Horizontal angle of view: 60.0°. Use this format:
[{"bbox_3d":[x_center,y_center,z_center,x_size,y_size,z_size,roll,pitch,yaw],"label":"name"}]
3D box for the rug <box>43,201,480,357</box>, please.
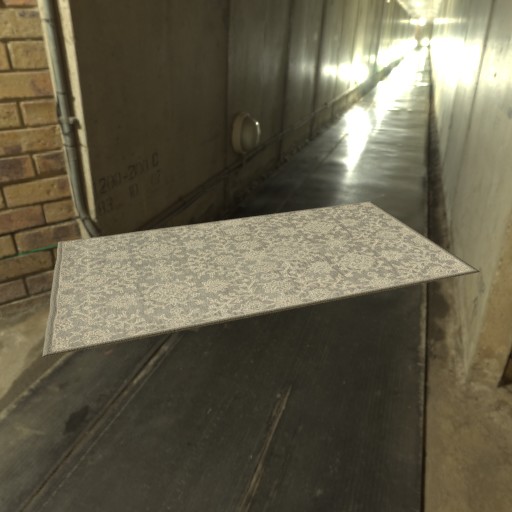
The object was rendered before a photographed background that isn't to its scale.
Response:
[{"bbox_3d":[0.000,0.000,3.568,3.048,0.011,1.546,-9,29,-16],"label":"rug"}]
